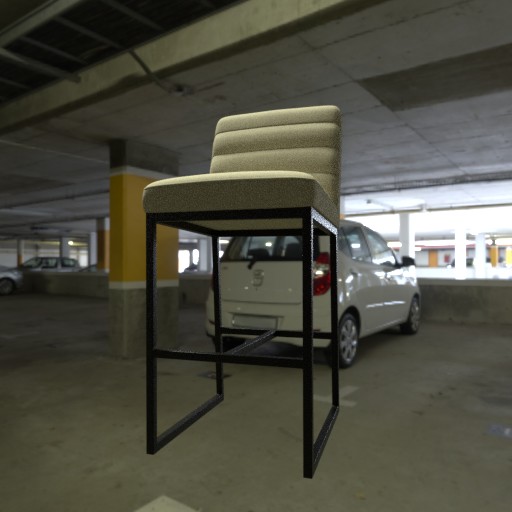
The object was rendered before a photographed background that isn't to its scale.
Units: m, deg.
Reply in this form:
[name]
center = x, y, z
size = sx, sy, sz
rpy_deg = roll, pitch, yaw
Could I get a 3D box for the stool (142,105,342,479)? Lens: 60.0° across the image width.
[stool]
center = 0.000, 0.000, 1.340
size = 0.460, 1.040, 0.560
rpy_deg = 0, -1, 18
